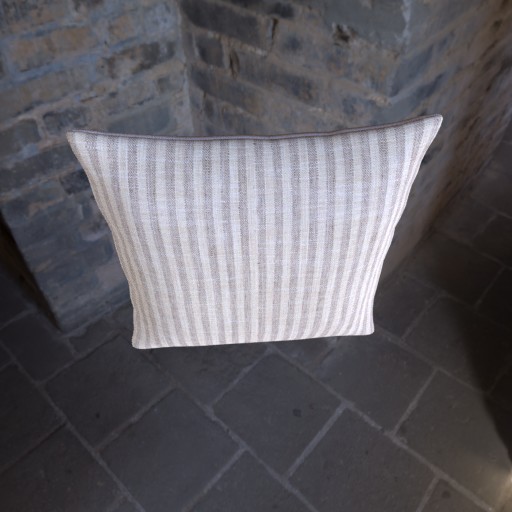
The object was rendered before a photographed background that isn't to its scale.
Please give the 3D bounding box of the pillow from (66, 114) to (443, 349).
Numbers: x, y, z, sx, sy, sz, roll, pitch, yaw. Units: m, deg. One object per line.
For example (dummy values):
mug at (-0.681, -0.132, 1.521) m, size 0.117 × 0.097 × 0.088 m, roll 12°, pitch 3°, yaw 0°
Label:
pillow at (0.000, 0.000, 0.781) m, size 0.523 × 0.510 × 0.166 m, roll -3°, pitch 46°, yaw -3°
